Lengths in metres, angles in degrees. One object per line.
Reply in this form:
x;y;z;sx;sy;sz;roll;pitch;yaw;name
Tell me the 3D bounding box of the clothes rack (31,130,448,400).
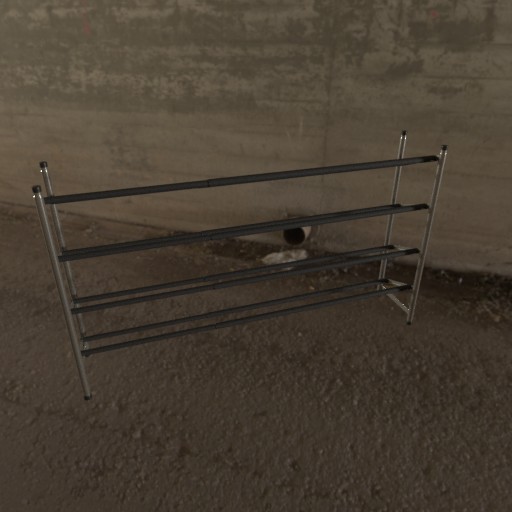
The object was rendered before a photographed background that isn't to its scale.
0.000;0.000;1.431;1.168;0.672;0.229;-9;30;-16;clothes rack
